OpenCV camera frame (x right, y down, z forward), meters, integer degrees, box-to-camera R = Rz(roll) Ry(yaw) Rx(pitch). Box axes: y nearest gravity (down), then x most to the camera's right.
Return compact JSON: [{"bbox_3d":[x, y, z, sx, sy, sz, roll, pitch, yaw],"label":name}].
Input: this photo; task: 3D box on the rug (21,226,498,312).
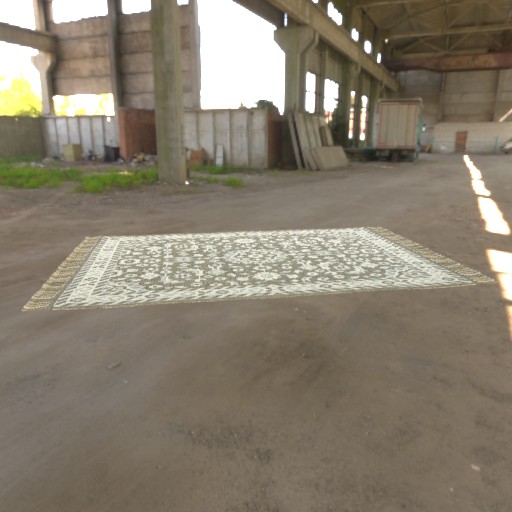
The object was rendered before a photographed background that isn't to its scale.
[{"bbox_3d":[0.000,0.000,2.922,2.431,0.025,1.530,-3,16,-9],"label":"rug"}]
